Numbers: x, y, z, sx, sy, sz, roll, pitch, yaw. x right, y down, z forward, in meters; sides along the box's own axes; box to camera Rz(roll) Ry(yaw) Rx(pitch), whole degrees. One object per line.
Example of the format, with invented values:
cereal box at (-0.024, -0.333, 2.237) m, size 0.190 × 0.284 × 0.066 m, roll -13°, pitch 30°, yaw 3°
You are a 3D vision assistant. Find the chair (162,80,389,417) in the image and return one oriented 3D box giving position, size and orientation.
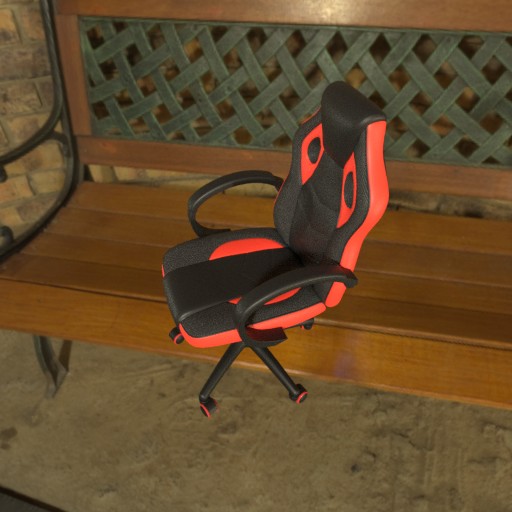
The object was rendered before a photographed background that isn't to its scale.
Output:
chair at (0.000, 0.000, 1.444) m, size 0.642 × 1.016 × 0.600 m, roll -15°, pitch 46°, yaw -15°
